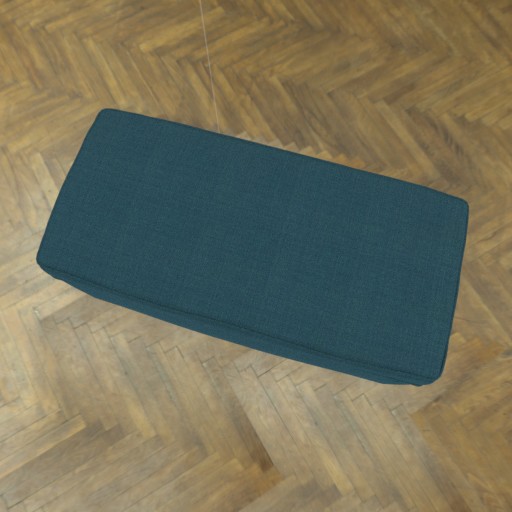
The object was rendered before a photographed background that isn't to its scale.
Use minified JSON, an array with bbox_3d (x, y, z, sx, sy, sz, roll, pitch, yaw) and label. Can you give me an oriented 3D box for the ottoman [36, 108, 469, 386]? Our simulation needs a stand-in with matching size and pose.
[{"bbox_3d":[0.000,0.000,1.220,0.943,0.474,0.474,16,75,4],"label":"ottoman"}]
